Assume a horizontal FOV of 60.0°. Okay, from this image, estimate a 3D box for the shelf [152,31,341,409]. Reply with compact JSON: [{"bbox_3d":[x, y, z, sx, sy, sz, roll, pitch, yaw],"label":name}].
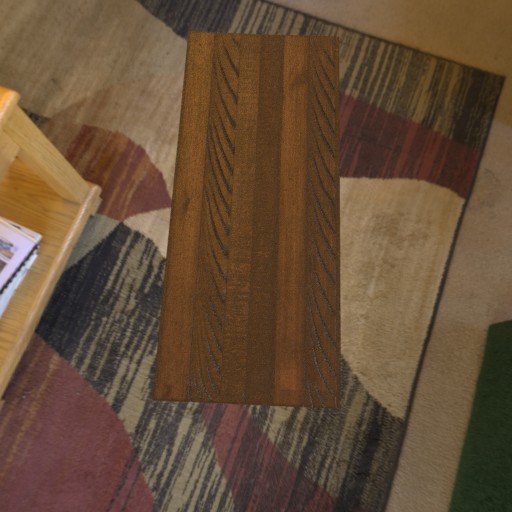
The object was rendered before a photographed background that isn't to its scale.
[{"bbox_3d":[0.000,0.000,1.387,0.352,0.947,0.822,2,75,1],"label":"shelf"}]
